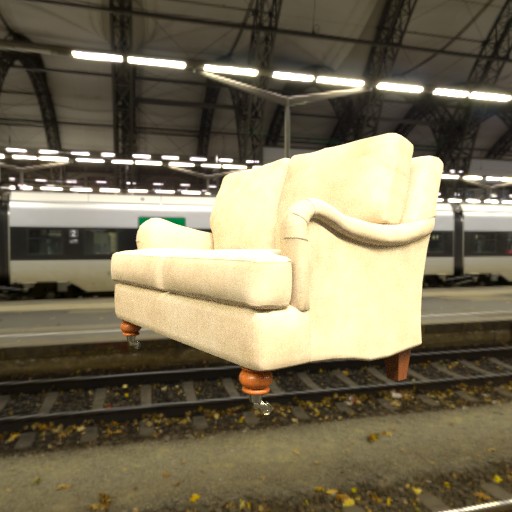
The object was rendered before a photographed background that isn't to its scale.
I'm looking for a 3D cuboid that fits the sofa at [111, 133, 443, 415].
[{"bbox_3d":[0.000,0.000,2.290,1.086,1.087,1.498,-1,1,-36],"label":"sofa"}]
